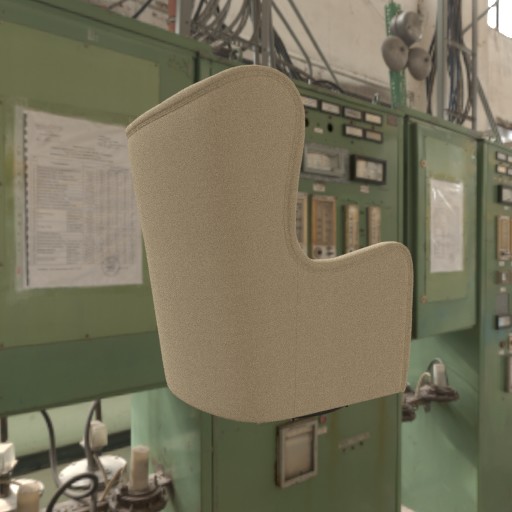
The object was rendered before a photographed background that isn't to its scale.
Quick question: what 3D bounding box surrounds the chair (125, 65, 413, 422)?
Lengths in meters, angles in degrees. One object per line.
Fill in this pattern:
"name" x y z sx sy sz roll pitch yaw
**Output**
"chair" 0.000 0.000 1.717 0.929 1.079 0.831 0 0 -36
